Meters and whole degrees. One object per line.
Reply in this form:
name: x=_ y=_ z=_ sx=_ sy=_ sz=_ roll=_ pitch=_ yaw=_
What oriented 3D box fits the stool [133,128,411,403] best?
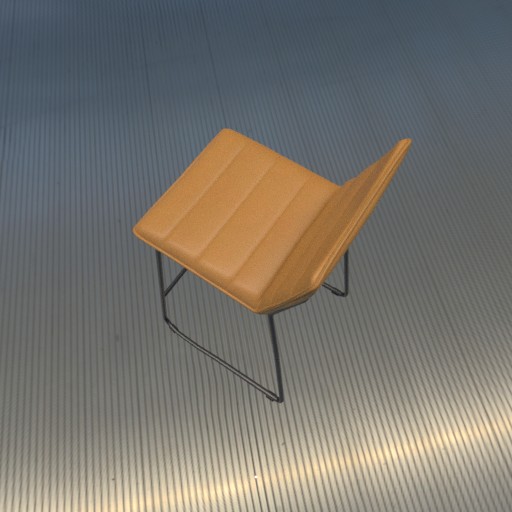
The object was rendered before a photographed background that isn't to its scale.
stool: x=0.000 y=0.000 z=1.263 sx=0.524 sy=0.936 sz=0.489 roll=31 pitch=67 yaw=14
